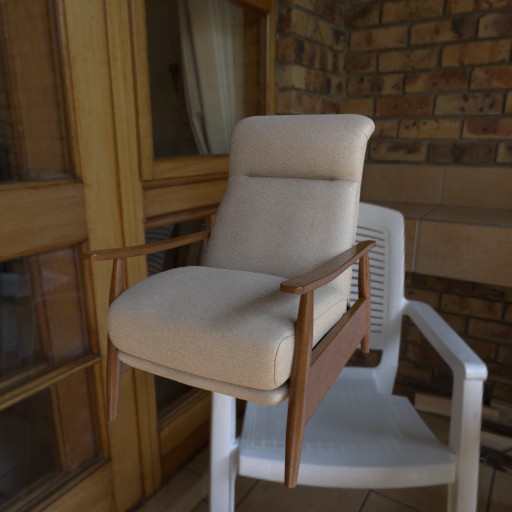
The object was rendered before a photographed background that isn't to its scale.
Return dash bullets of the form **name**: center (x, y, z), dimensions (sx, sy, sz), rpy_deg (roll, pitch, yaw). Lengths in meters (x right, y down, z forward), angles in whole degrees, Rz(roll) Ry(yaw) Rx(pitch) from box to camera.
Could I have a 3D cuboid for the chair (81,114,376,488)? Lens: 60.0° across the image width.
- **chair**: center (0.000, 0.000, 1.727), dimensions (0.762, 1.082, 1.030), rpy_deg (7, 17, 26)
